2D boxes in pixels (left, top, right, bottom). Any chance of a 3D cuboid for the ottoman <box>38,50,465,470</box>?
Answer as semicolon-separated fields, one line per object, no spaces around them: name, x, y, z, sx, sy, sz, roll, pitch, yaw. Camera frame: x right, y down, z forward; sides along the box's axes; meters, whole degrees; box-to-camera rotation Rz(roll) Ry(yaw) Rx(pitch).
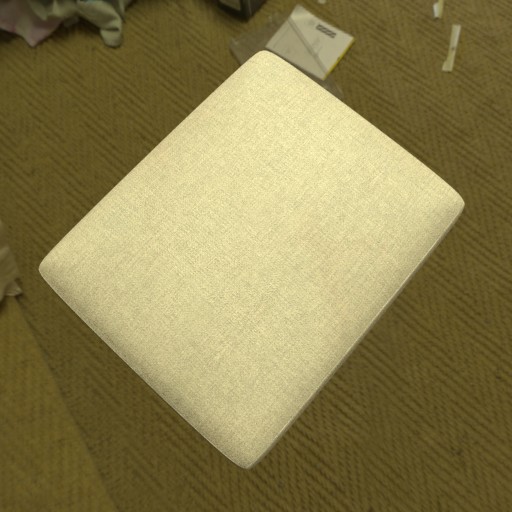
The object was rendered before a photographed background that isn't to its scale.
ottoman;0.000;0.000;1.207;0.671;0.490;0.820;41;79;9
